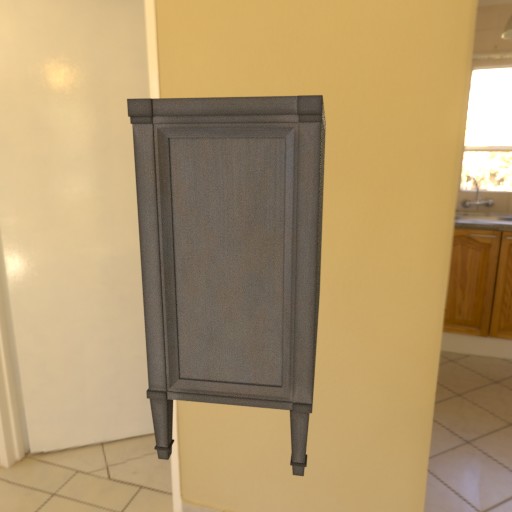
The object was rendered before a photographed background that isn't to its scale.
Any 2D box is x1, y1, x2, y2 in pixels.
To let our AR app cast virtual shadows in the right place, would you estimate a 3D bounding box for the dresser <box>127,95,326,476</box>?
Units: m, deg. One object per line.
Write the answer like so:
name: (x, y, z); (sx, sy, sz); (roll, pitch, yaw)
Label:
dresser: (0.000, 0.000, 1.621); (0.463, 0.986, 1.049); (2, 14, 9)
